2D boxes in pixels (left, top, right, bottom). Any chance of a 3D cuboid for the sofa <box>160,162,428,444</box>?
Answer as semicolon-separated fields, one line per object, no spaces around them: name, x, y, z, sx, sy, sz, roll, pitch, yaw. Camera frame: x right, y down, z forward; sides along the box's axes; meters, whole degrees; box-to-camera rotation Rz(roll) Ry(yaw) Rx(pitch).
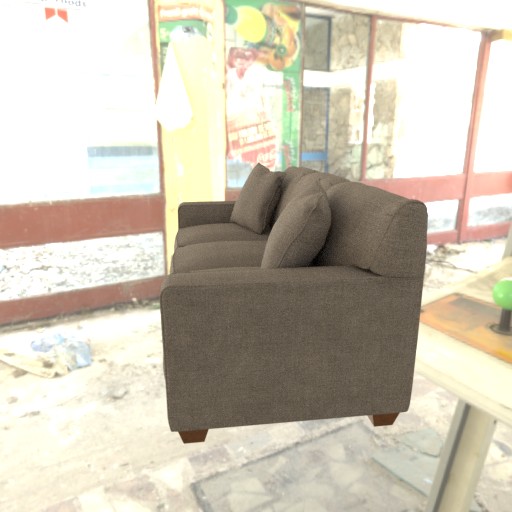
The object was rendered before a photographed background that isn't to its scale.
sofa;0.000;0.000;2.541;0.997;0.958;2.024;-2;15;-7
